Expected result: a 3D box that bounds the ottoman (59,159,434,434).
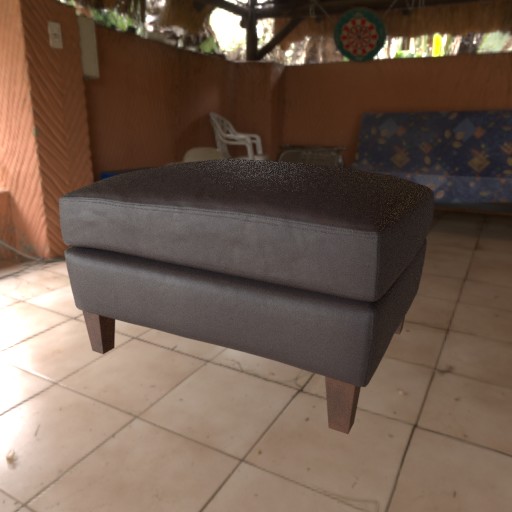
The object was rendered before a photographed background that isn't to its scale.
[{"bbox_3d":[0.000,0.000,1.274,0.887,0.529,0.659,9,19,27],"label":"ottoman"}]
